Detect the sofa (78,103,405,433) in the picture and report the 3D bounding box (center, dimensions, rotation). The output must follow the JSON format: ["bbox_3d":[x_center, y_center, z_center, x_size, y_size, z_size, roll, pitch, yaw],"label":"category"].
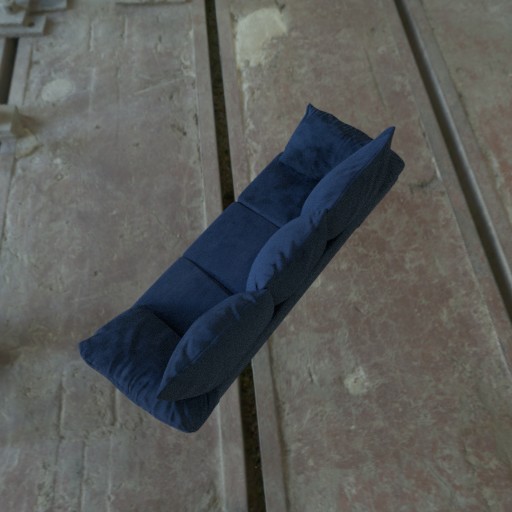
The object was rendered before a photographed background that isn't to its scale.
[{"bbox_3d":[0.000,0.000,2.994,0.907,1.091,2.390,36,70,16],"label":"sofa"}]
